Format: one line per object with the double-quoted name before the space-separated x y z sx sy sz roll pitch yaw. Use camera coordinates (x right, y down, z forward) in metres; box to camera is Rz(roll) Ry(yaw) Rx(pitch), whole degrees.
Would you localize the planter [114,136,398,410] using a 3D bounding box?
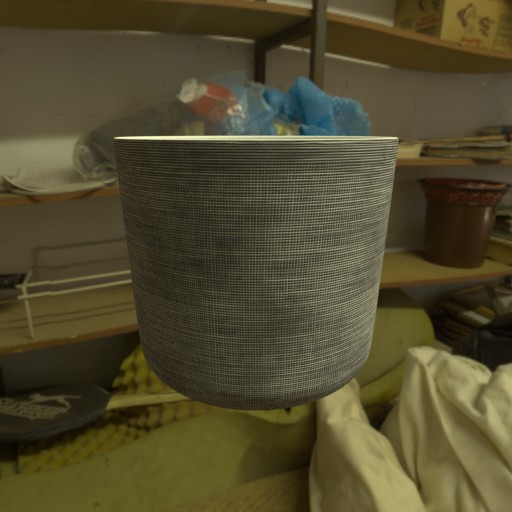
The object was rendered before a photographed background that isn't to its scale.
"planter" 0.000 0.000 0.769 0.440 0.398 0.440 0 16 0
